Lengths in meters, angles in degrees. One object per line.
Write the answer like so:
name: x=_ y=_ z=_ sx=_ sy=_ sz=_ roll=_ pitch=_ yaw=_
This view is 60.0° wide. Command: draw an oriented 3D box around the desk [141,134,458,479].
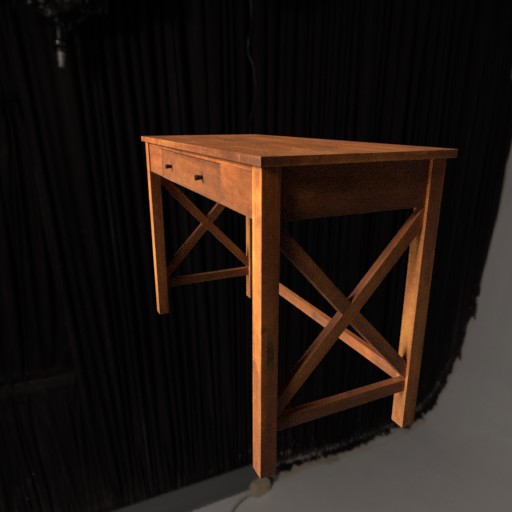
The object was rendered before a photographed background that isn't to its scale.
desk: x=0.000 y=0.000 z=1.514 sx=0.508 sy=0.762 sz=1.117 roll=-8 pitch=19 yaw=-24
